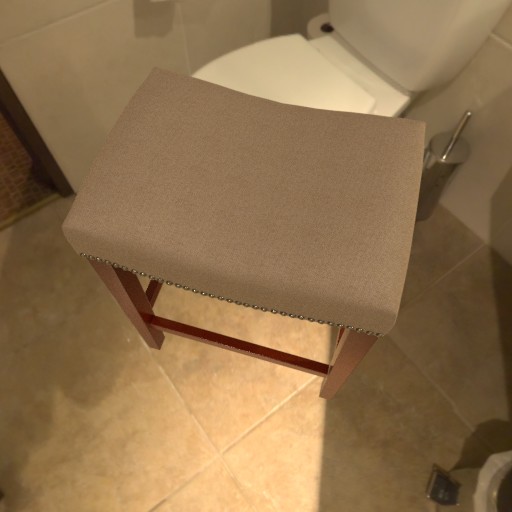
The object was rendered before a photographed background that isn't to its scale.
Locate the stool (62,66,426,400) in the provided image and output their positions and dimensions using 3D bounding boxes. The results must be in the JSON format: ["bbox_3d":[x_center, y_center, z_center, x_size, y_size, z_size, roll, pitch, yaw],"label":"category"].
[{"bbox_3d":[0.000,0.000,0.952,0.509,0.632,0.375,14,63,7],"label":"stool"}]
